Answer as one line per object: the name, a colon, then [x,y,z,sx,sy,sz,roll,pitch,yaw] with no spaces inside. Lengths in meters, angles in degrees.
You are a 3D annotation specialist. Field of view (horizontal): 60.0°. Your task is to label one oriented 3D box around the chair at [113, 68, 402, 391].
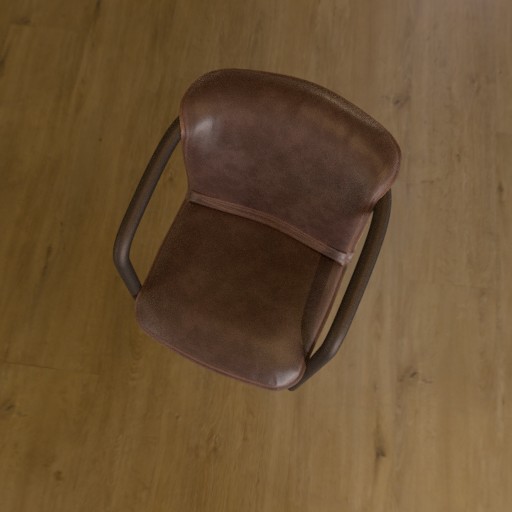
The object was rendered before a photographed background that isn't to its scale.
chair: [0.000,0.000,1.240,0.536,0.836,0.664,23,76,6]
